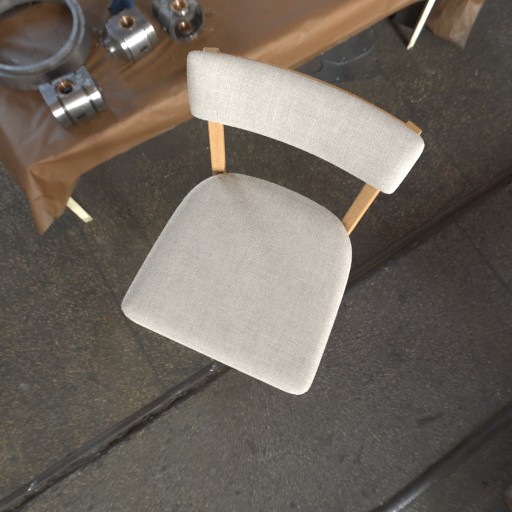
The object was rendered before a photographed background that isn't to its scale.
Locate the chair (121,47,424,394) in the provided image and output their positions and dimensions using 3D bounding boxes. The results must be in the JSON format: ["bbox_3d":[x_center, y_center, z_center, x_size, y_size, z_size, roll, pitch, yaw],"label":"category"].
[{"bbox_3d":[0.000,0.000,1.176,0.508,0.832,0.572,23,77,6],"label":"chair"}]
